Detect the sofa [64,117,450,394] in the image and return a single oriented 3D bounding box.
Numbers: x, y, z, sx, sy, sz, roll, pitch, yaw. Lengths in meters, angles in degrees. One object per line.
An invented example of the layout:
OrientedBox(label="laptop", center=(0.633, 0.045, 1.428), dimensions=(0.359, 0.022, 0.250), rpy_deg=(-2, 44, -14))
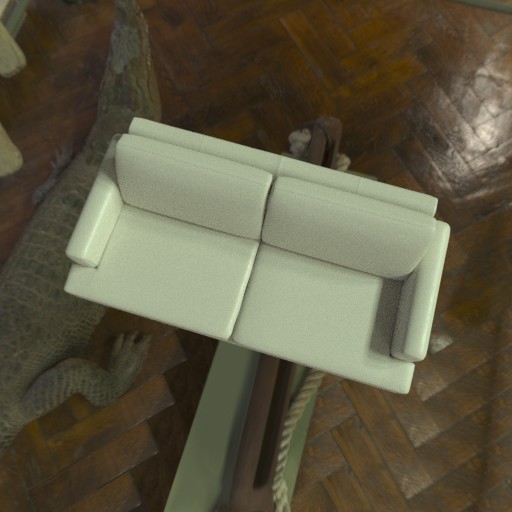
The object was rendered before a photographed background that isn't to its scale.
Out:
OrientedBox(label="sofa", center=(0.000, 0.000, 2.451), dimensions=(1.940, 0.765, 0.974), rpy_deg=(16, 76, 4))
